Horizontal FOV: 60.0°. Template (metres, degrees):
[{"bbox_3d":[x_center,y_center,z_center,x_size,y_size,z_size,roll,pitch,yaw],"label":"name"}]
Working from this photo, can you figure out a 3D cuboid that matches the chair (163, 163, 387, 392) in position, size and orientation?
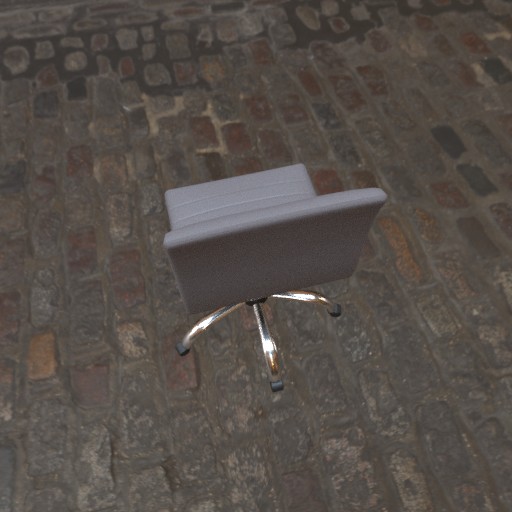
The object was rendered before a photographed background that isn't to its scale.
[{"bbox_3d":[0.000,0.000,1.142,0.556,0.780,0.530,-13,61,-7],"label":"chair"}]
